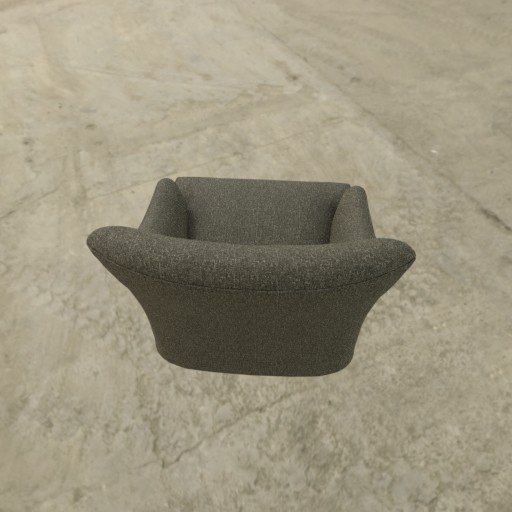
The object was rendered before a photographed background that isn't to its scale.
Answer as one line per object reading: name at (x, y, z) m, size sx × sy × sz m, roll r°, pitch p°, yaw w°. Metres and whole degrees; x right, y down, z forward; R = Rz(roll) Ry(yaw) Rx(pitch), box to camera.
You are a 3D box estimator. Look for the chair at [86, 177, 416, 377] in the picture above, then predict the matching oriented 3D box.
chair at (0.000, 0.000, 1.629) m, size 0.864 × 0.856 × 0.923 m, roll 3°, pitch 47°, yaw 3°
